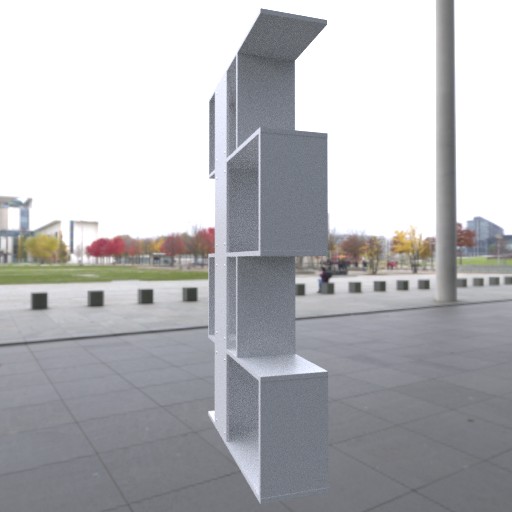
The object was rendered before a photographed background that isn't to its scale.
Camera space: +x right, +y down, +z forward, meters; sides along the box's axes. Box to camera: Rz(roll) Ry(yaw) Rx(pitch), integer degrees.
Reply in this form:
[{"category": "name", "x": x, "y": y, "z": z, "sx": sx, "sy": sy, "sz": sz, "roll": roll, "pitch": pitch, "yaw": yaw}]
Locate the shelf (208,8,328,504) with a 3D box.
[{"category": "shelf", "x": 0.000, "y": 0.000, "z": 1.934, "sx": 0.250, "sy": 1.650, "sz": 0.890, "roll": 0, "pitch": -1, "yaw": -17}]
